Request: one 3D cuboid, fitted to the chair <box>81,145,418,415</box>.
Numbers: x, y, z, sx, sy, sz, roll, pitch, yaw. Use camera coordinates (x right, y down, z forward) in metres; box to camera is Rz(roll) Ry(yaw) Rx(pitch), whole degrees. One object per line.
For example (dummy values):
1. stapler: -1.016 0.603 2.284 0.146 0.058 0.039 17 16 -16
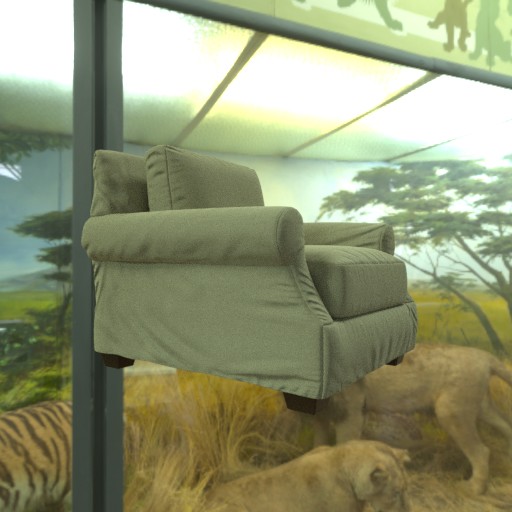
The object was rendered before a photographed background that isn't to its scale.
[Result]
1. chair: 0.000 0.000 1.769 1.066 0.866 0.940 0 0 36
